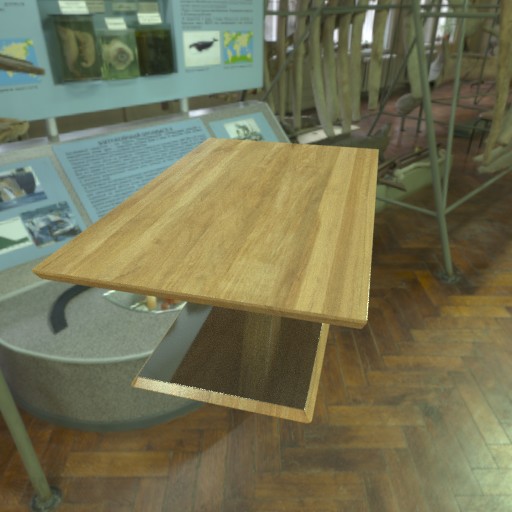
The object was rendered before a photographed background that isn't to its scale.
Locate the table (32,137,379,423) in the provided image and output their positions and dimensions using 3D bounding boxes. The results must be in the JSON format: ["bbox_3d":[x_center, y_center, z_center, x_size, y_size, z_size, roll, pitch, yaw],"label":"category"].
[{"bbox_3d":[0.000,0.000,1.429,0.692,0.441,1.100,7,30,13],"label":"table"}]
